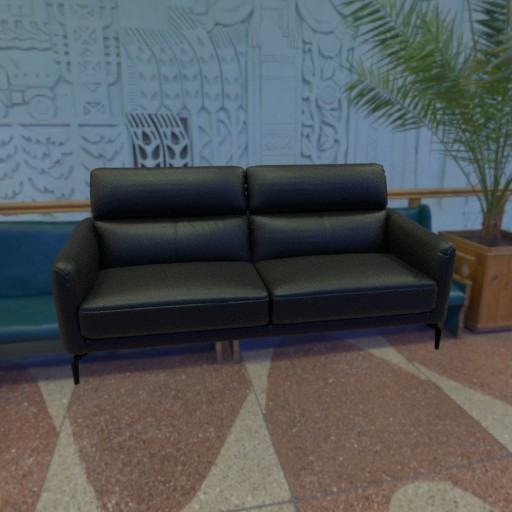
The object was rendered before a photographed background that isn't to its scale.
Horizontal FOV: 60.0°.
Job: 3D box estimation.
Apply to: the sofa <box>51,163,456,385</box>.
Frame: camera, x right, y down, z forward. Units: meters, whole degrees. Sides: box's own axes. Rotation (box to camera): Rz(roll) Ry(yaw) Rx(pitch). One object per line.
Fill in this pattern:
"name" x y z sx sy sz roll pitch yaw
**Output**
"sofa" 0.000 0.000 2.542 2.069 0.957 0.856 -3 17 -10
